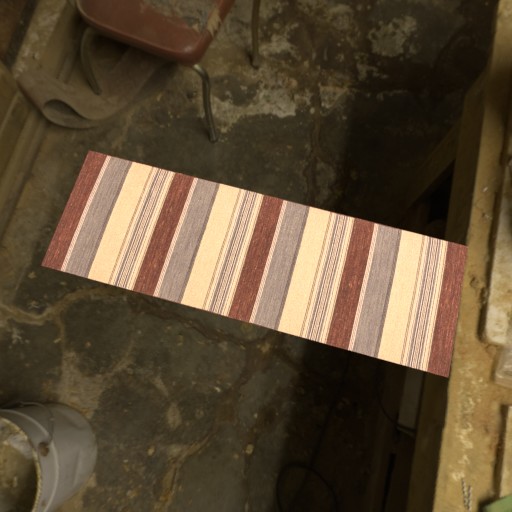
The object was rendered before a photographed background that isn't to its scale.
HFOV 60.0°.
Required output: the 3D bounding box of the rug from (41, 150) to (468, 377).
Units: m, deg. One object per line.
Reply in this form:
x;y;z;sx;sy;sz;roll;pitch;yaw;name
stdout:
0.000;0.000;2.660;2.437;0.006;0.792;15;75;4;rug
